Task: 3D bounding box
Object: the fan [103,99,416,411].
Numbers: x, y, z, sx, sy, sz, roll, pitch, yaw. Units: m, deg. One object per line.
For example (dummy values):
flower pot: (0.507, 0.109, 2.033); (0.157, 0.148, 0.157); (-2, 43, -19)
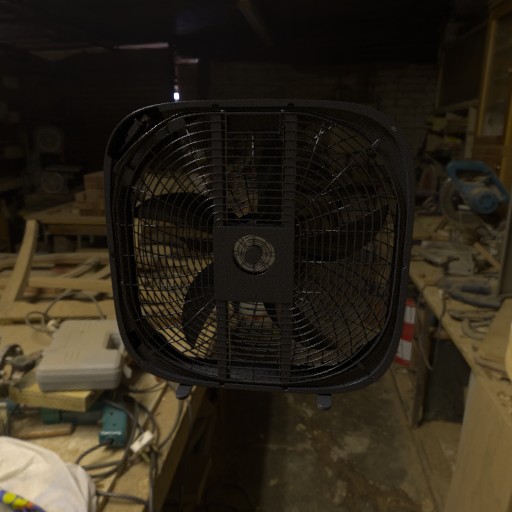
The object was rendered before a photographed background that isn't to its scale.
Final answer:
fan: (0.000, 0.000, 0.807); (0.526, 0.533, 0.142); (2, 16, 7)
